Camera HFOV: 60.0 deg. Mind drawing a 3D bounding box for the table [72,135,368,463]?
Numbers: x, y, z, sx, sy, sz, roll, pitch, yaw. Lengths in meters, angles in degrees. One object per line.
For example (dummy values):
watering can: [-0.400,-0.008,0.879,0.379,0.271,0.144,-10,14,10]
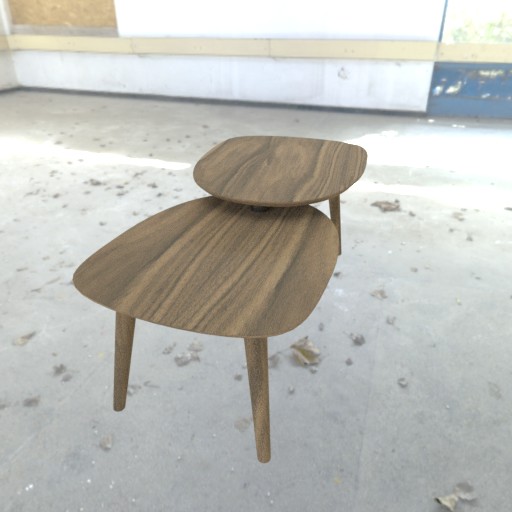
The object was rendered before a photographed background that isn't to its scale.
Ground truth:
table: [0.000,0.000,1.301,0.527,0.429,1.084,10,31,16]
